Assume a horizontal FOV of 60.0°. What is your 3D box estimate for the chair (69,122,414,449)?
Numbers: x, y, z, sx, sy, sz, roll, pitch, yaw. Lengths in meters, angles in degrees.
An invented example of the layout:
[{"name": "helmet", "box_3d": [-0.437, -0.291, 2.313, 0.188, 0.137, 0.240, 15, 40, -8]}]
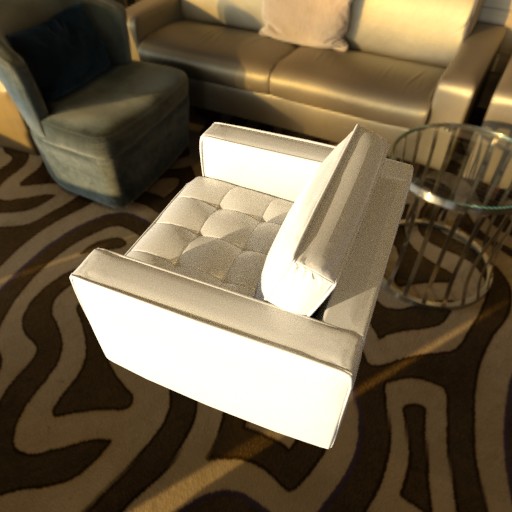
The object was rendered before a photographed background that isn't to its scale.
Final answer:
[{"name": "chair", "box_3d": [0.000, 0.000, 1.506, 0.843, 0.773, 0.928, 17, 48, 15]}]
